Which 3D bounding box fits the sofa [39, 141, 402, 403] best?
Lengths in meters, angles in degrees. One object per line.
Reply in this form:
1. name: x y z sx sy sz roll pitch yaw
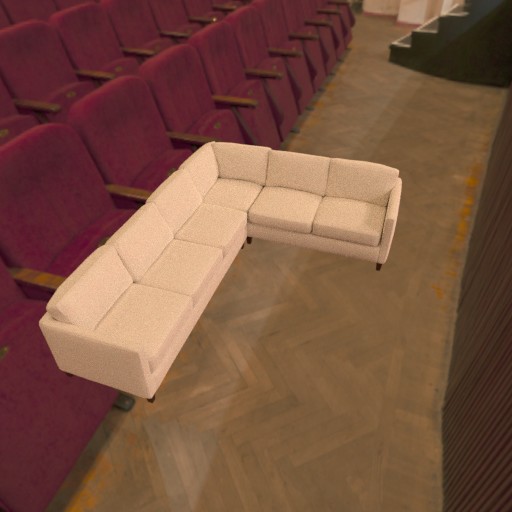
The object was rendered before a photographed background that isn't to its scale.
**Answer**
1. sofa: 0.000 0.000 4.497 2.593 0.947 3.302 12 41 14
